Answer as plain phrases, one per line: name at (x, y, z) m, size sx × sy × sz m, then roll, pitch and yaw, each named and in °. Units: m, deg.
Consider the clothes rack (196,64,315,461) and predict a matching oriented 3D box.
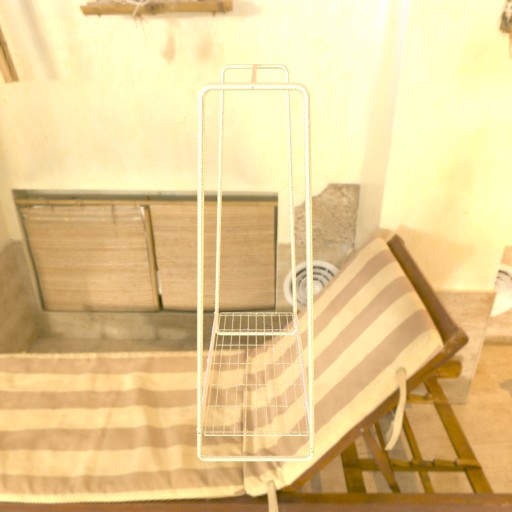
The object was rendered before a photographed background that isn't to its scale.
clothes rack at (0.000, 0.000, 1.941) m, size 0.495 × 1.500 × 0.900 m, roll 0°, pitch 26°, yaw 0°
